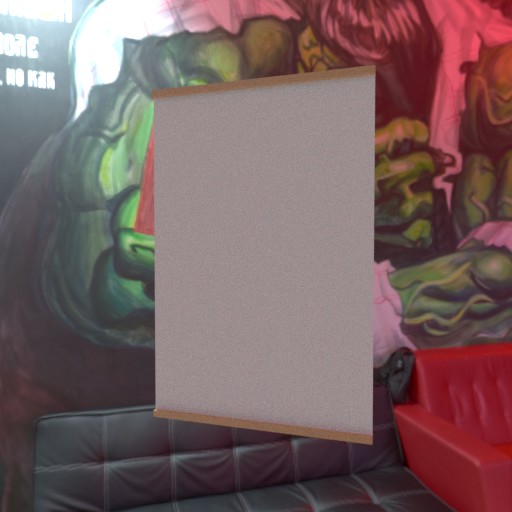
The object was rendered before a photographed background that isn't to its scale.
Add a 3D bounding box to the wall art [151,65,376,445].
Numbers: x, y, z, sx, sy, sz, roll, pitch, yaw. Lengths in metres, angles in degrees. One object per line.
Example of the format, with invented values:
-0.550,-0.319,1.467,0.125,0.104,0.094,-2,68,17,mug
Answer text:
0.000,0.000,1.926,0.991,1.510,0.040,0,2,17,wall art
